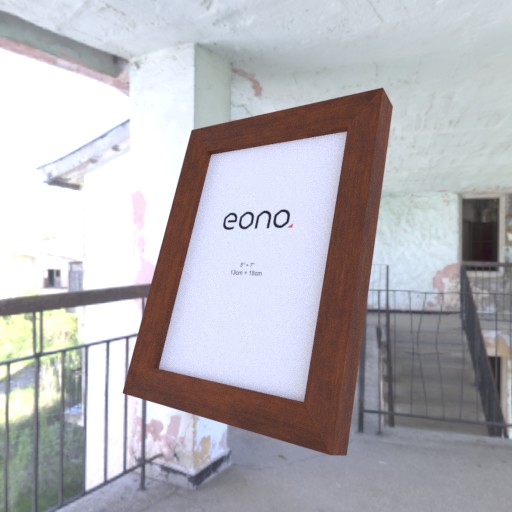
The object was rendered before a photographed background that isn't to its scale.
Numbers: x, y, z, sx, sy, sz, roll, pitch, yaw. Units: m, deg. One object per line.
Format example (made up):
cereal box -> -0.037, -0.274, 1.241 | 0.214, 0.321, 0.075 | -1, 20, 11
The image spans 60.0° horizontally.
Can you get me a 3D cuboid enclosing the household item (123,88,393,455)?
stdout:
household item -> 0.000, 0.000, 0.299 | 0.160, 0.204, 0.096 | 0, 1, 36
